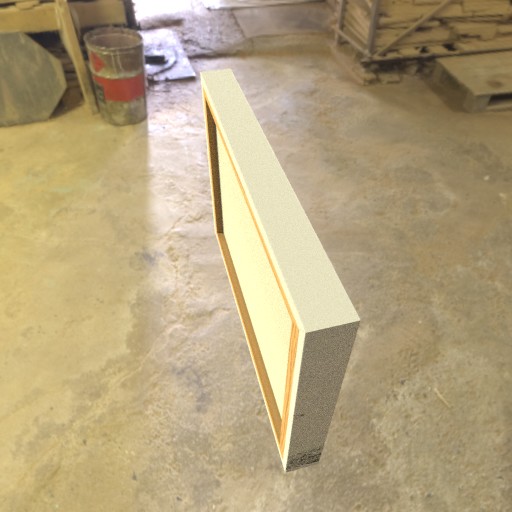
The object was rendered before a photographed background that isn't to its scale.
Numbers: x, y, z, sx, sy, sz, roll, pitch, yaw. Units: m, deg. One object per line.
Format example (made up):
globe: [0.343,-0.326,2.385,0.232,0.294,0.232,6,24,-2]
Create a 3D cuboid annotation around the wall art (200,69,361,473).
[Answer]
wall art: [0.000,0.000,0.498,0.038,0.259,0.381,-11,47,-10]
